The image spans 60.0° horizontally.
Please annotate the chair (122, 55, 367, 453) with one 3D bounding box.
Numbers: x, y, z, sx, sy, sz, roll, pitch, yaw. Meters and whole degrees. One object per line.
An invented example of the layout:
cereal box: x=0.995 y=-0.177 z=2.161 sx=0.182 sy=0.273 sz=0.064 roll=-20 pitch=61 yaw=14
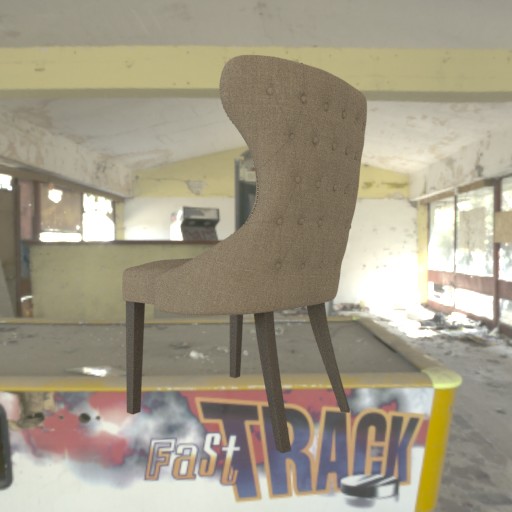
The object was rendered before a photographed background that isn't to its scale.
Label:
chair: x=0.000 y=0.000 z=1.378 sx=0.635 sy=0.967 sz=0.628 roll=1 pitch=1 yaw=38
